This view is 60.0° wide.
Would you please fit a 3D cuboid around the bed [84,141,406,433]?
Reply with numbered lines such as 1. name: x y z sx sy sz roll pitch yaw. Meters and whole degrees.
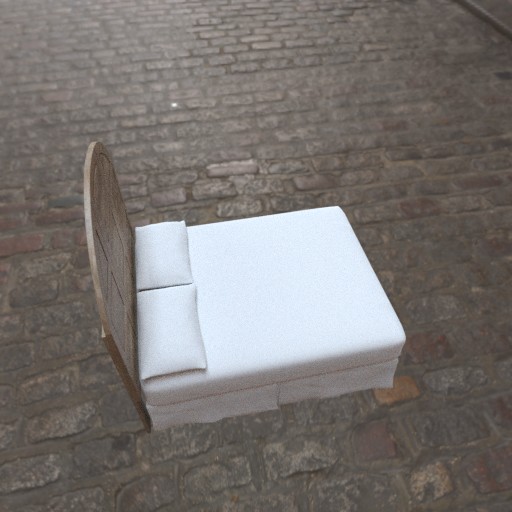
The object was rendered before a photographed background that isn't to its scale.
1. bed: 0.000 0.000 3.477 2.112 2.002 1.713 -9 48 -8
